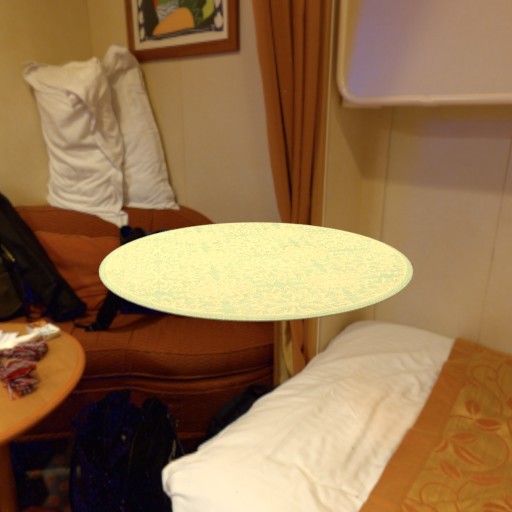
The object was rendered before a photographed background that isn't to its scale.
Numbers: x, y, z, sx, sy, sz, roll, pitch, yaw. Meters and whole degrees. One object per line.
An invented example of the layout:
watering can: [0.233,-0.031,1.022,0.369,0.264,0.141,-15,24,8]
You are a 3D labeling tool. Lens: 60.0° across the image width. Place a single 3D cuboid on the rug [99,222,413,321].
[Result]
rug: [0.000,0.000,2.372,1.593,0.012,1.593,0,17,0]
